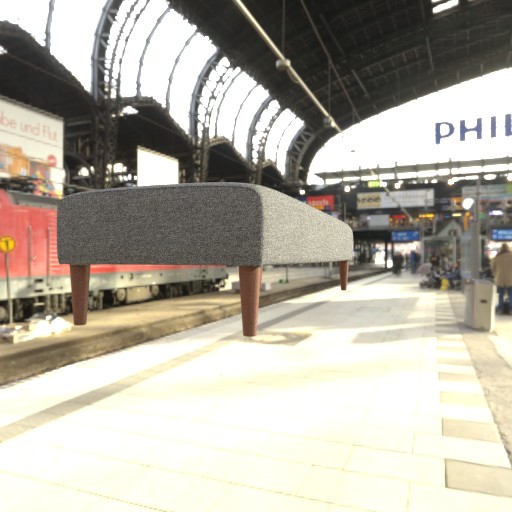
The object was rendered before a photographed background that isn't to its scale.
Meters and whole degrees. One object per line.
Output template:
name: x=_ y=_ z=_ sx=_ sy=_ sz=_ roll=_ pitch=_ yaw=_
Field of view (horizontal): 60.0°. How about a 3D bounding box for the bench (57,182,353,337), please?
bench: x=0.000 y=0.000 z=1.858 sx=0.631 sy=0.384 sz=1.598 roll=0 pitch=0 yaw=20
